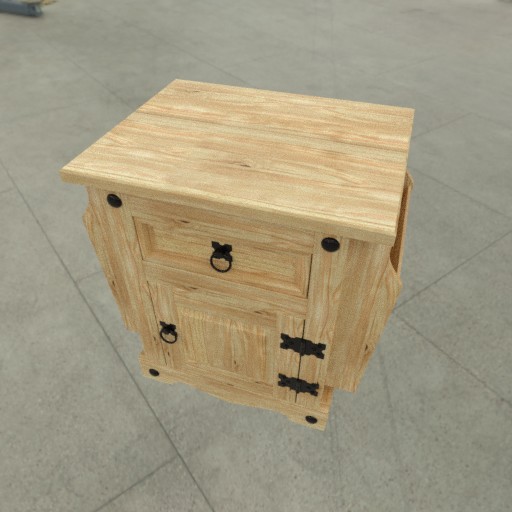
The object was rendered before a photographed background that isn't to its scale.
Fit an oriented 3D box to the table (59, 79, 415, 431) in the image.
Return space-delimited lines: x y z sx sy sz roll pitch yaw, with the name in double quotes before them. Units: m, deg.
"table" 0.000 0.000 0.880 0.530 0.515 0.380 12 43 14
